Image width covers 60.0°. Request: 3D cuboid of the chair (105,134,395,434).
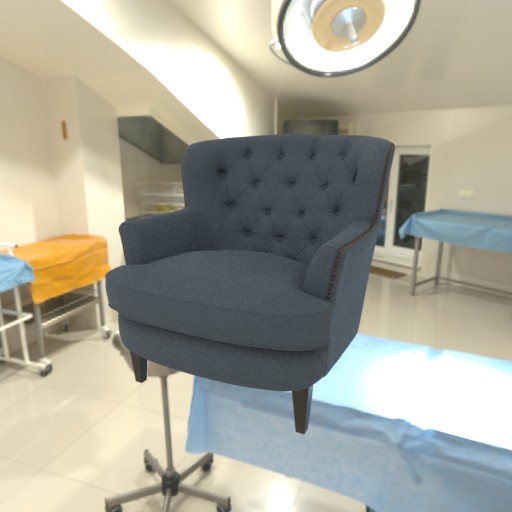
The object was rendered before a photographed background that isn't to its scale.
[{"bbox_3d":[0.000,0.000,1.605,0.848,0.868,0.906,7,16,27],"label":"chair"}]
